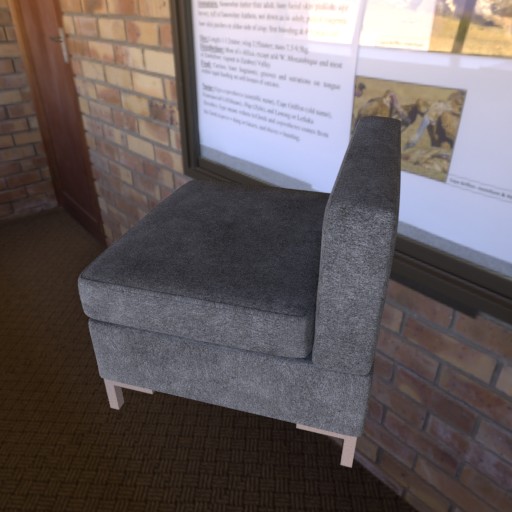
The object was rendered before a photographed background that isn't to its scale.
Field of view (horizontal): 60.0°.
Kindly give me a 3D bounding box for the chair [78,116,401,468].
[{"bbox_3d":[0.000,0.000,1.203,0.680,0.660,0.680,8,31,14],"label":"chair"}]
